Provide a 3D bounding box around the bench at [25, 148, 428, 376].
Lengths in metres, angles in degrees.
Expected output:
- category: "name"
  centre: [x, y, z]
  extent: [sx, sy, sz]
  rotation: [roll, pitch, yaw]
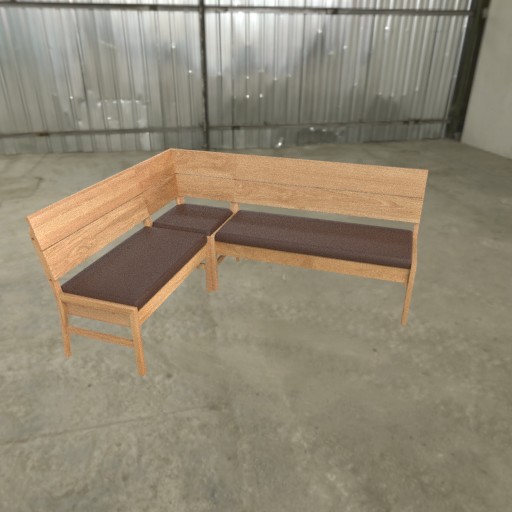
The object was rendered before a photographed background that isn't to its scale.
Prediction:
- category: "bench"
  centre: [0.000, 0.000, 2.830]
  extent: [1.975, 0.890, 1.549]
  rotation: [8, 28, 15]
